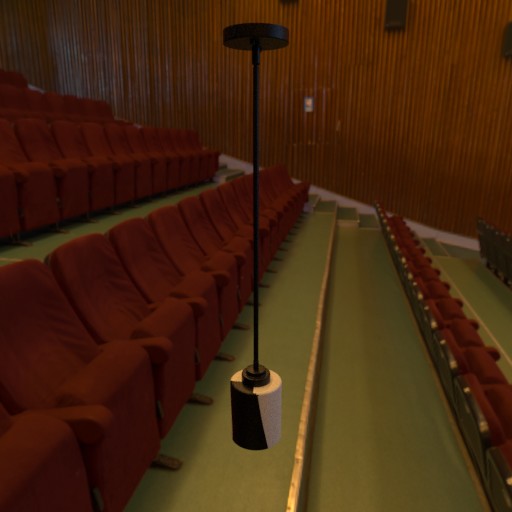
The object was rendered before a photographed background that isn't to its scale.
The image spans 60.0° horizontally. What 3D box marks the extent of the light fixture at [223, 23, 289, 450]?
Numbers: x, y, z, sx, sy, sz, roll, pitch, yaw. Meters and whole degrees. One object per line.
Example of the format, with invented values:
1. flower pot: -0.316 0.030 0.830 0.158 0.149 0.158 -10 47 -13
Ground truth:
1. light fixture: 0.000 0.000 0.932 0.123 0.863 0.123 3 15 10
